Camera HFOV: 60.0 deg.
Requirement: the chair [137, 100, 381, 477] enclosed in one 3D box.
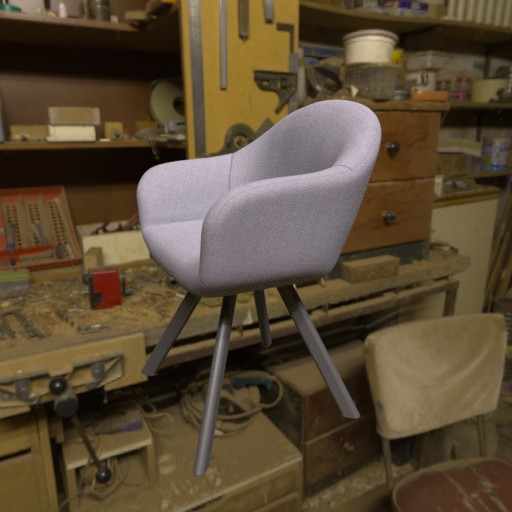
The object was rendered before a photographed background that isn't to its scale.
[{"bbox_3d":[0.000,0.000,1.175,0.550,0.795,0.590,-8,18,-26],"label":"chair"}]
